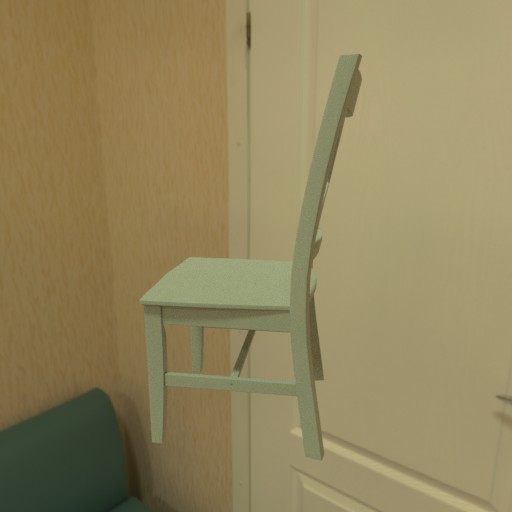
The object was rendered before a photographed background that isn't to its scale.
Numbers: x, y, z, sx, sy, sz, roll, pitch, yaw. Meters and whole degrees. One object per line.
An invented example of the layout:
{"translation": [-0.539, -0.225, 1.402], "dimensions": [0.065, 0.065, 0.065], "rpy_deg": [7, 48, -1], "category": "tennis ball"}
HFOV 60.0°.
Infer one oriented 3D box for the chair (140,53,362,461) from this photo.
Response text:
{"translation": [0.000, 0.000, 1.282], "dimensions": [0.542, 0.983, 0.485], "rpy_deg": [2, 14, 8], "category": "chair"}
